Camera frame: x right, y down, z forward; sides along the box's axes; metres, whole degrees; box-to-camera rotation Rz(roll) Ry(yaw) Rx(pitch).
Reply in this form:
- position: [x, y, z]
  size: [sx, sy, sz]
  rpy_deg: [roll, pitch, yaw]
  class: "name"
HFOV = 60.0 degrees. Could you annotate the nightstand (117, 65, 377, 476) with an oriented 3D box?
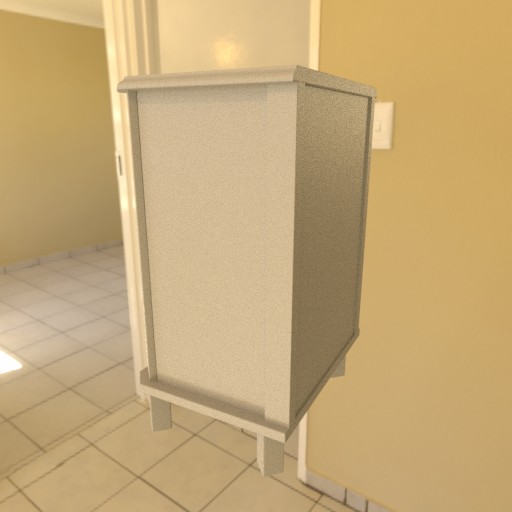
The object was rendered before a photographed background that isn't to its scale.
- position: [0.000, 0.000, 0.934]
  size: [0.350, 0.680, 0.450]
  rpy_deg: [9, 19, 27]
  class: "nightstand"
